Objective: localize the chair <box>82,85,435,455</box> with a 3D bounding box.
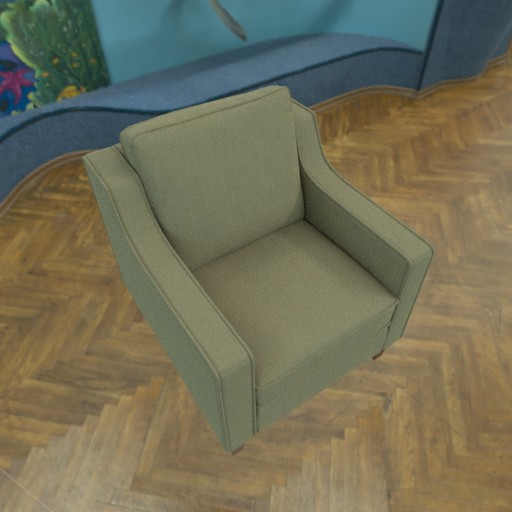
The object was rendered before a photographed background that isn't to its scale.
[{"bbox_3d":[0.000,0.000,1.645,0.831,0.960,0.909,-26,51,-23],"label":"chair"}]
